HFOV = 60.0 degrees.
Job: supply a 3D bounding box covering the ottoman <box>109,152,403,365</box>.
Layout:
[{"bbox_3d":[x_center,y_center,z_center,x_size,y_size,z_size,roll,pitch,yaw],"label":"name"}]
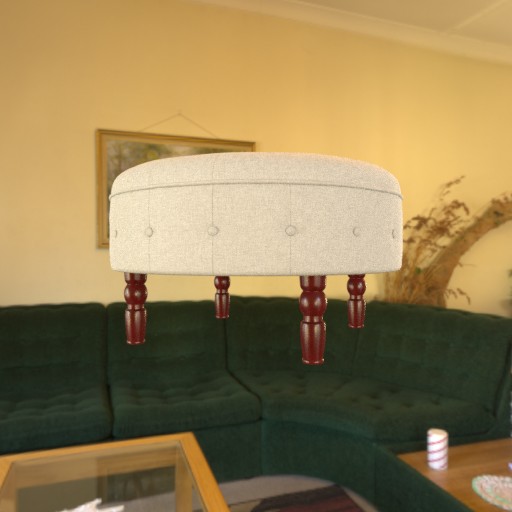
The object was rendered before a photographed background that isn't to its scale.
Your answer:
[{"bbox_3d":[0.000,0.000,1.350,0.849,0.478,0.849,0,1,0],"label":"ottoman"}]
